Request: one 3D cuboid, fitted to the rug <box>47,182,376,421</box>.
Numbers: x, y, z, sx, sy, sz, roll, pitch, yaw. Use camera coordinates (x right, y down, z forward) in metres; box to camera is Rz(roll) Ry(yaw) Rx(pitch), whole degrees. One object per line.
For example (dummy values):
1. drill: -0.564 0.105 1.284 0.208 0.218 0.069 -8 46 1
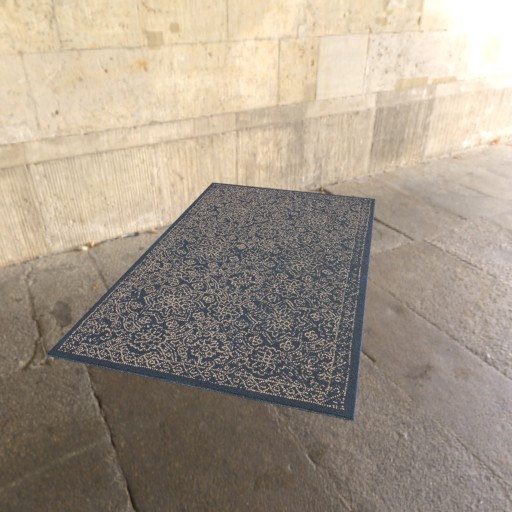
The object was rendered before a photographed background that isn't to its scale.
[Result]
1. rug: 0.000 0.000 3.070 1.526 0.015 2.441 8 32 13
